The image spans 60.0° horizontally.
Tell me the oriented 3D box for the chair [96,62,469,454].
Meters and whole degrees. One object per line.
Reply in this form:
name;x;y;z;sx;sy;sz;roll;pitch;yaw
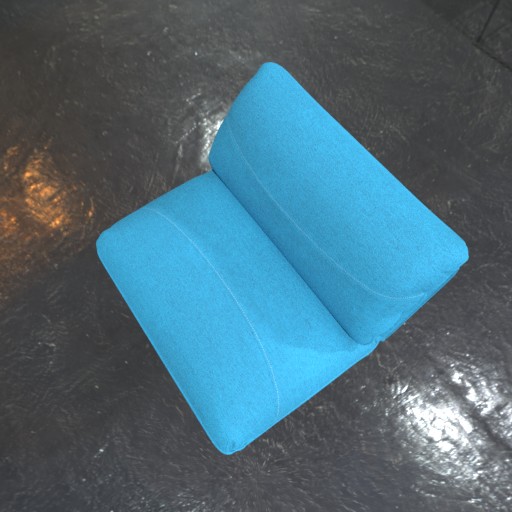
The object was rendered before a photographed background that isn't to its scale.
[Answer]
chair;0.000;0.000;1.323;0.780;0.580;0.820;-32;68;-15
